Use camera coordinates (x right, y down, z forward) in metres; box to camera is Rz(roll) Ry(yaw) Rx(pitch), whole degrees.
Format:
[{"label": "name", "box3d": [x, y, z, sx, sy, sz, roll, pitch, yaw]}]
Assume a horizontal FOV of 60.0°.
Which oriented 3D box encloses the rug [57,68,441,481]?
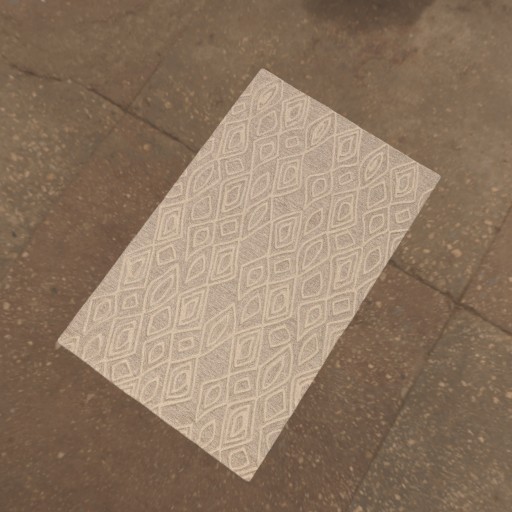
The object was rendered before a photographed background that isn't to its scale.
[{"label": "rug", "box3d": [0.000, 0.000, 3.042, 1.546, 0.010, 2.442, 34, 81, 6]}]
